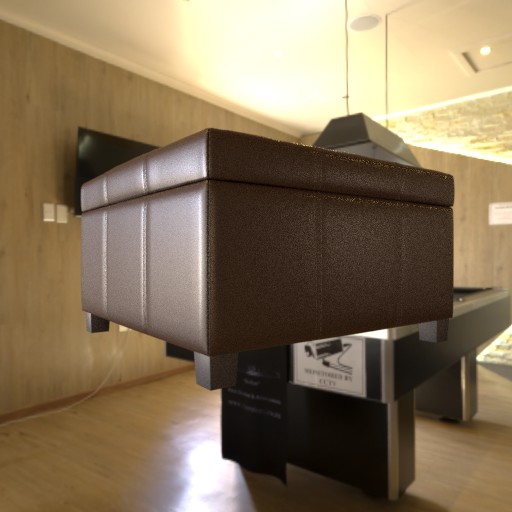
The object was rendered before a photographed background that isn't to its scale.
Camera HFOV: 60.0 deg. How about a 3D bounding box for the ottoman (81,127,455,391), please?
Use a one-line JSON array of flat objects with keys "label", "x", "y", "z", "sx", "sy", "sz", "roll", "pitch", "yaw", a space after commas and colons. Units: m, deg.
[{"label": "ottoman", "x": 0.000, "y": 0.000, "z": 1.283, "sx": 0.788, "sy": 0.460, "sz": 0.787, "roll": 0, "pitch": 0, "yaw": -36}]
